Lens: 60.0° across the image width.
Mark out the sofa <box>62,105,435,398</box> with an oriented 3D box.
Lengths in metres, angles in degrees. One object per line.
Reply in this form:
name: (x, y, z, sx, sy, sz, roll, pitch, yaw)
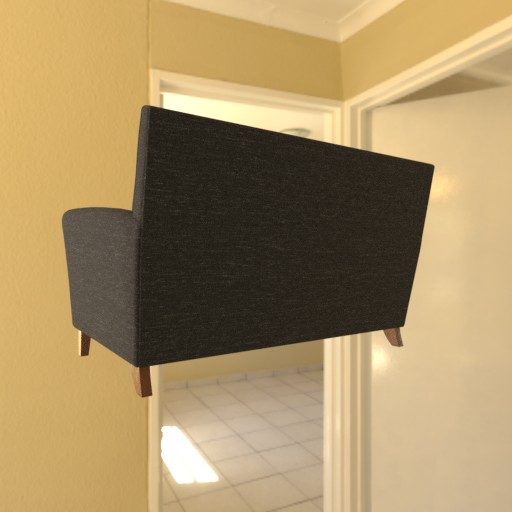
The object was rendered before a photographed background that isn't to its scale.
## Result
sofa: (0.000, 0.000, 1.940, 1.420, 0.846, 0.875, 0, 0, -36)
